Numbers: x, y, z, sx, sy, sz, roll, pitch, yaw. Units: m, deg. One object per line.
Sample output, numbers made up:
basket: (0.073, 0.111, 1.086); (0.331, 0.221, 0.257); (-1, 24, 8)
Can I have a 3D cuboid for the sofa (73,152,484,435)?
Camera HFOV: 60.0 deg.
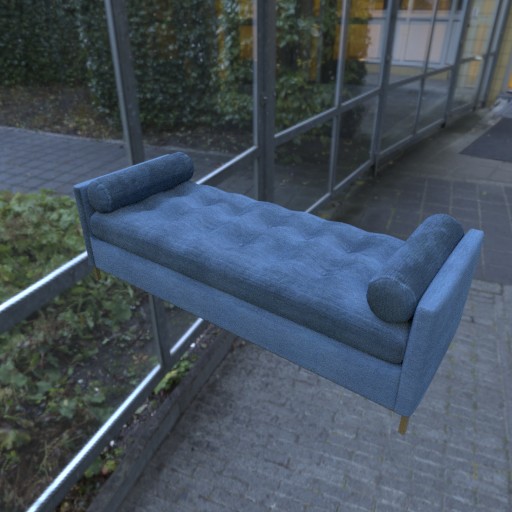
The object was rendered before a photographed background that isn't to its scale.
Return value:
sofa: (0.000, 0.000, 2.458); (2.102, 0.705, 0.796); (20, 35, 31)
